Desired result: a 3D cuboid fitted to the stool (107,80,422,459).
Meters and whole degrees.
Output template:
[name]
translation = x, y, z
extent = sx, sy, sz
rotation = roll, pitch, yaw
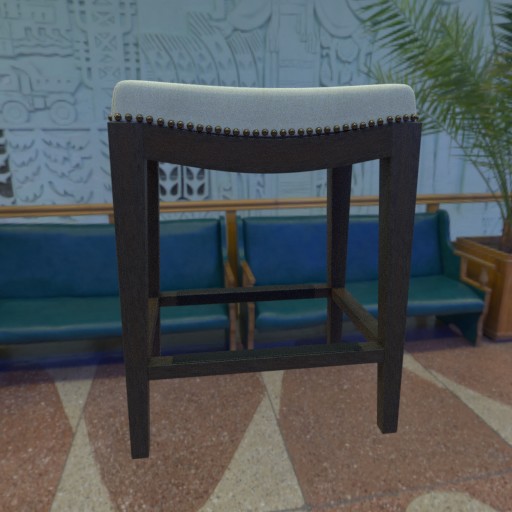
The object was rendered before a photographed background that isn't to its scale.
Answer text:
[stool]
translation = 0.000, 0.000, 0.906
extent = 0.500, 0.642, 0.361
rotation = -2, 17, -8
